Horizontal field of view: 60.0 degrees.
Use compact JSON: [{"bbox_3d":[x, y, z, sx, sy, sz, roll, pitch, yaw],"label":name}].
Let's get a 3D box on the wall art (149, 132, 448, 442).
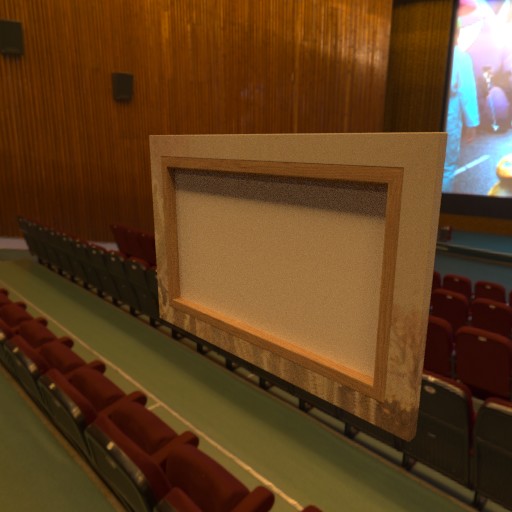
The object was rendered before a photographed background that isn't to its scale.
[{"bbox_3d":[0.000,0.000,1.433,0.041,0.758,1.142,-14,20,-43],"label":"wall art"}]
